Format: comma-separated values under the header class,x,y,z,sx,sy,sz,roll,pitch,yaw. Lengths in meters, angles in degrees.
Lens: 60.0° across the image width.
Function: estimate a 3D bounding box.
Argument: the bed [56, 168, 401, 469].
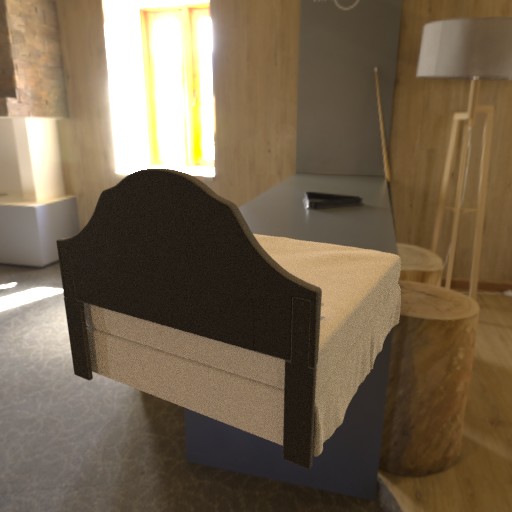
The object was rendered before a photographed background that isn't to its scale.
class,x,y,z,sx,sy,sz,roll,pitch,yaw
bed,0.000,0.000,3.620,2.008,1.615,2.214,10,20,28
